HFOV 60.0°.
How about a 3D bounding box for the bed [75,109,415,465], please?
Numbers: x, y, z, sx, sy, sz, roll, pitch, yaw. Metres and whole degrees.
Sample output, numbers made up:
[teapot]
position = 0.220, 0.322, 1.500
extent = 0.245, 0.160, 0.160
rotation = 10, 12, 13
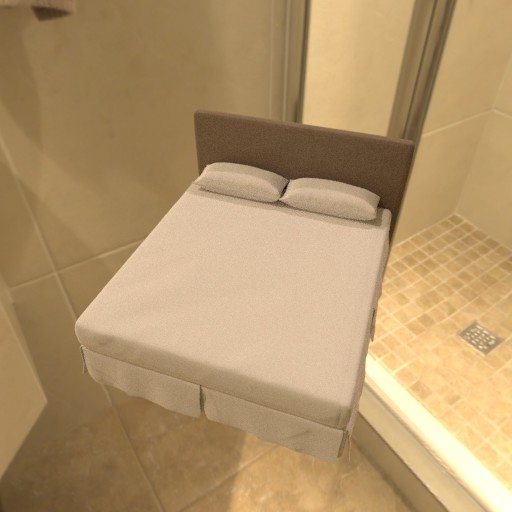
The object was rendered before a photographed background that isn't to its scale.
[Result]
[bed]
position = 0.000, 0.000, 3.617
extent = 2.119, 1.317, 2.341
rotation = 13, 43, 14
